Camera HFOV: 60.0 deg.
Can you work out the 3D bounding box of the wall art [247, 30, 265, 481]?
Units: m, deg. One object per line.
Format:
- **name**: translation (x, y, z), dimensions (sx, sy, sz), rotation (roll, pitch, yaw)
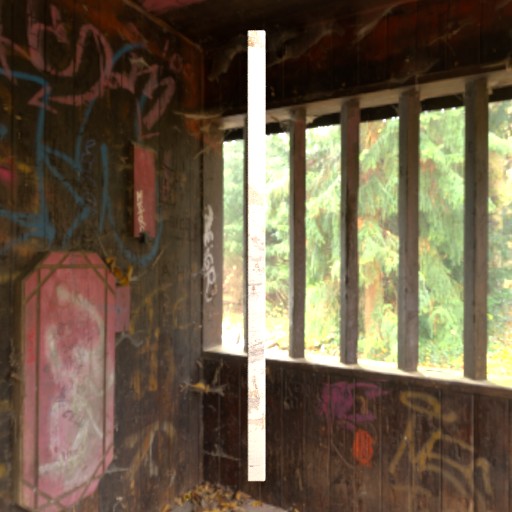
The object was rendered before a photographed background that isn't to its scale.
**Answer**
- **wall art**: translation (0.000, 0.000, 1.508), dimensions (0.040, 1.018, 1.015), rotation (0, 0, 0)
